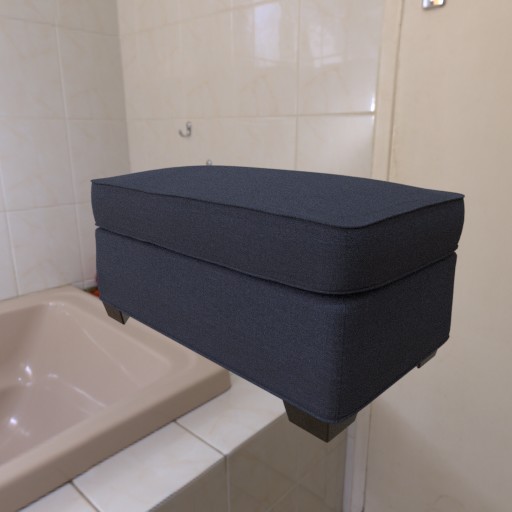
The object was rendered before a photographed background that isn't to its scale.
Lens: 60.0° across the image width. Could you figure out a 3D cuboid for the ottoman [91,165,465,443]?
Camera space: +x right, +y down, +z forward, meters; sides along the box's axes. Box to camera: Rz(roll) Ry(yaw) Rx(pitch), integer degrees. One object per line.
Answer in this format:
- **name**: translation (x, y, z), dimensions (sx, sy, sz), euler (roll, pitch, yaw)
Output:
- **ottoman**: translation (0.000, 0.000, 1.173), dimensions (0.895, 0.453, 0.505), euler (15, 22, 43)
